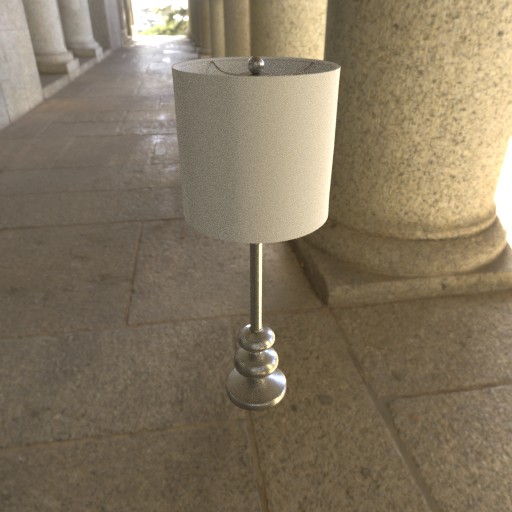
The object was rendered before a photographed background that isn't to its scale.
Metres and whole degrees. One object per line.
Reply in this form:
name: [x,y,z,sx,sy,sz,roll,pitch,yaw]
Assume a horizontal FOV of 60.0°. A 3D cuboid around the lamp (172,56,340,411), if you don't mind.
lamp: [0.000,0.000,0.836,0.254,0.690,0.254,-21,36,-33]
